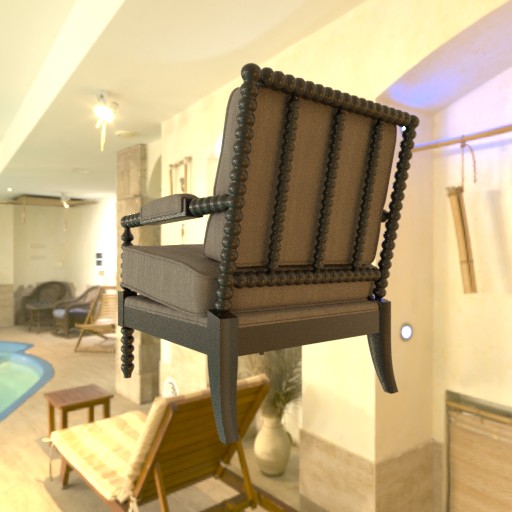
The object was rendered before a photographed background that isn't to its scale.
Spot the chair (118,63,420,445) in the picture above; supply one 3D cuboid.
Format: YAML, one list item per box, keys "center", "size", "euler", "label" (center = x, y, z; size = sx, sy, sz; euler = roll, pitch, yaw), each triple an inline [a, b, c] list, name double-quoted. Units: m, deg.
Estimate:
- center: [0.000, 0.000, 1.123]
  size: [0.540, 0.661, 0.622]
  euler: [0, 0, -37]
  label: "chair"
